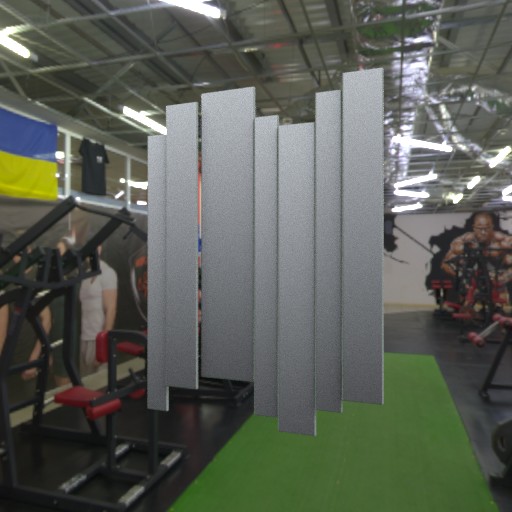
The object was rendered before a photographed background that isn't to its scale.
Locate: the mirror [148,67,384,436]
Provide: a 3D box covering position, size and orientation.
[{"bbox_3d":[0.000,0.000,0.798,0.445,0.611,0.058,0,0,19],"label":"mirror"}]
